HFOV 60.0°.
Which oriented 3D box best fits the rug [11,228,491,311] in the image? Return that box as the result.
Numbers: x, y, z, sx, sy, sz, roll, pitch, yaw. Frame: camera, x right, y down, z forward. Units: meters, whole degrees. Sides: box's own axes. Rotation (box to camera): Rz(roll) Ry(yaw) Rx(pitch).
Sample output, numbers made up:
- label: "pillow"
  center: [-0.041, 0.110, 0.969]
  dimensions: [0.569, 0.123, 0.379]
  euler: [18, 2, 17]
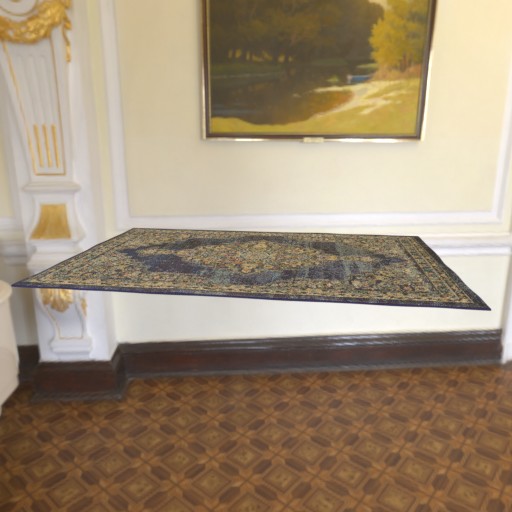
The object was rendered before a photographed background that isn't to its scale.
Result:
- label: "rug"
  center: [0.000, 0.000, 2.181]
  dimensions: [1.781, 0.012, 1.184]
  euler: [2, 15, 8]
